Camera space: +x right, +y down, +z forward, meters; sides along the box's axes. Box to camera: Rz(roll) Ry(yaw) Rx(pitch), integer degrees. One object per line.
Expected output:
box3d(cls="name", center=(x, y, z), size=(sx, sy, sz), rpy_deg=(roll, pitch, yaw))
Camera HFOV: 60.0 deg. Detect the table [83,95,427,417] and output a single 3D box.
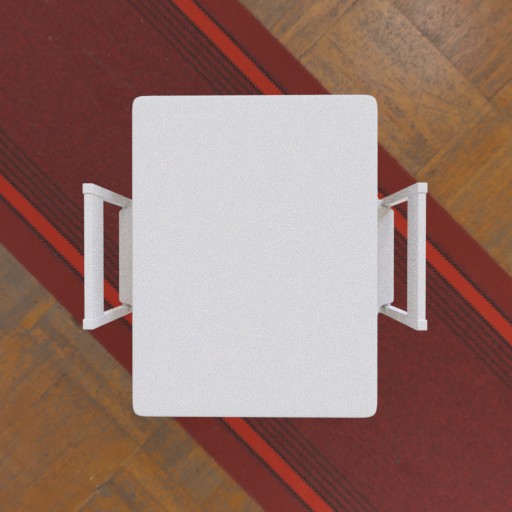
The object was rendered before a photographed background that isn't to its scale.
box3d(cls="table", center=(0.000, 0.000, 1.110), size=(0.672, 0.503, 0.650), rpy_deg=(0, 90, 1))
